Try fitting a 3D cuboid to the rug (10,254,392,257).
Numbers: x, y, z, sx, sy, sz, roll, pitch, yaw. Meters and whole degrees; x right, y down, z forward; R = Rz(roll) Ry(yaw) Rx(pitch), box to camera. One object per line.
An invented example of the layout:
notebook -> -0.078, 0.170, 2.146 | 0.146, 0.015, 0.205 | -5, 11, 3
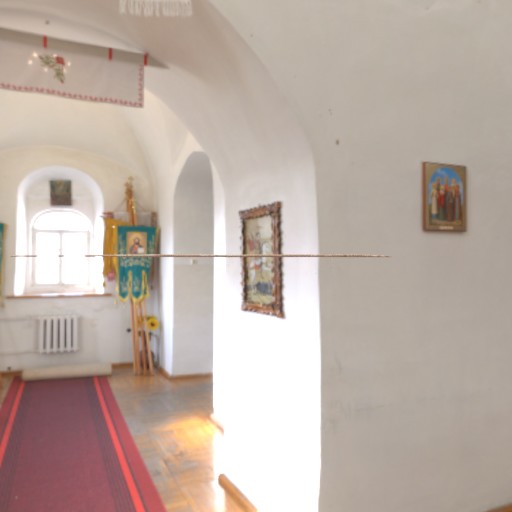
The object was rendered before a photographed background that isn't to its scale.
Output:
rug -> 0.000, 0.000, 2.113 | 1.146, 0.010, 1.745 | 0, 0, 21
